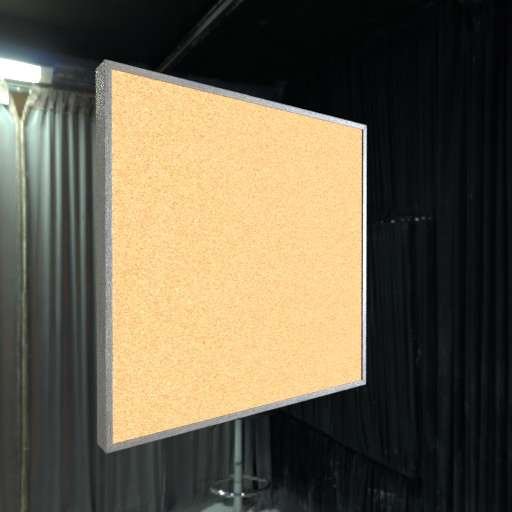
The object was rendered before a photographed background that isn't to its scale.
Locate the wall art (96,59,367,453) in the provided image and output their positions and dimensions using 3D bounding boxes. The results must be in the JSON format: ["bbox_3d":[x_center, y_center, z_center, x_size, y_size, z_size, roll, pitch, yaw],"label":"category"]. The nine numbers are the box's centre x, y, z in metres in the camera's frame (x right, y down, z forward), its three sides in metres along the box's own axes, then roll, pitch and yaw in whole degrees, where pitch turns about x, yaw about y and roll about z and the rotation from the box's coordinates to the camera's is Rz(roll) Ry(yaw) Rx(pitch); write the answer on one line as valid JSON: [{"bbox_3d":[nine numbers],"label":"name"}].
[{"bbox_3d":[0.000,0.000,0.734,0.507,0.507,0.037,0,1,-36],"label":"wall art"}]
